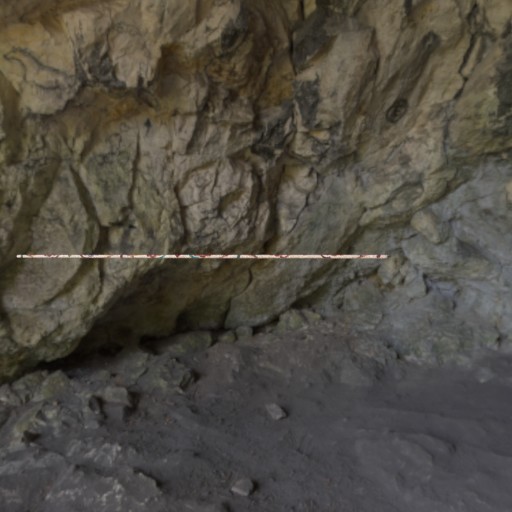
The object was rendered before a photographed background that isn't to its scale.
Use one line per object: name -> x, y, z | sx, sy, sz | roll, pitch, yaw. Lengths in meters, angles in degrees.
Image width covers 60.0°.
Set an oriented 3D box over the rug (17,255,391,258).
rug -> 0.000, 0.000, 4.208 | 2.446, 0.020, 3.215 | 0, 0, 17
